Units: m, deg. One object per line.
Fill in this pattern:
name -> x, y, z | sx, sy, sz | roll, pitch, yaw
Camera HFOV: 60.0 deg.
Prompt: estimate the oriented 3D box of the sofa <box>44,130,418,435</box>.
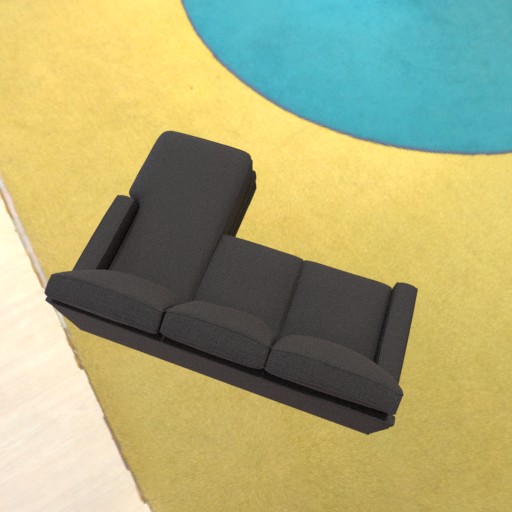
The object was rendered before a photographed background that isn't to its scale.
sofa -> 0.000, 0.000, 3.355 | 2.370, 0.973, 1.790 | 18, 65, 8
